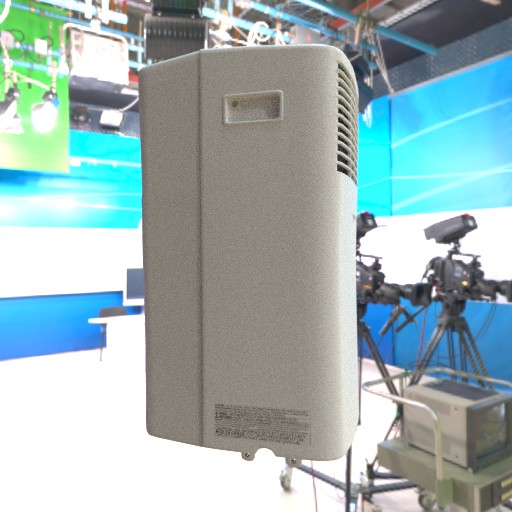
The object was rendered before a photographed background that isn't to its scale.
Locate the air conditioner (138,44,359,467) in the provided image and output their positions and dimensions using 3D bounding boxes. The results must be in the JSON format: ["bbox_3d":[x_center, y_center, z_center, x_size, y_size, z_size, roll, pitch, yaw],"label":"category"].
[{"bbox_3d":[0.000,0.000,0.779,0.349,0.606,0.304,0,1,17],"label":"air conditioner"}]
